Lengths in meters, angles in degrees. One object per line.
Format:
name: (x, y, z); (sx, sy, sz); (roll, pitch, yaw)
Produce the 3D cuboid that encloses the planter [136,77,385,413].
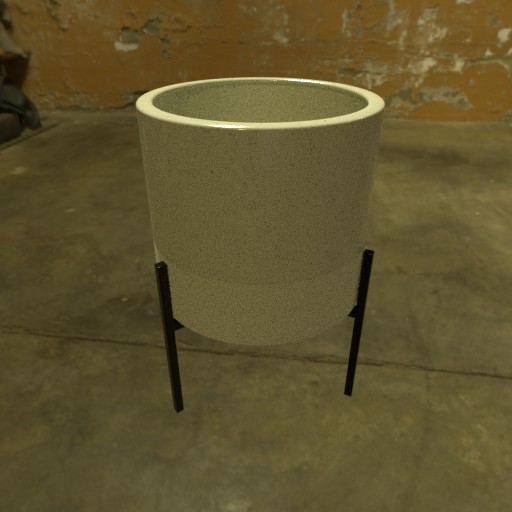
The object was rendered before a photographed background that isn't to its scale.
planter: (0.000, 0.000, 0.334); (0.159, 0.230, 0.152); (-21, 36, -31)
